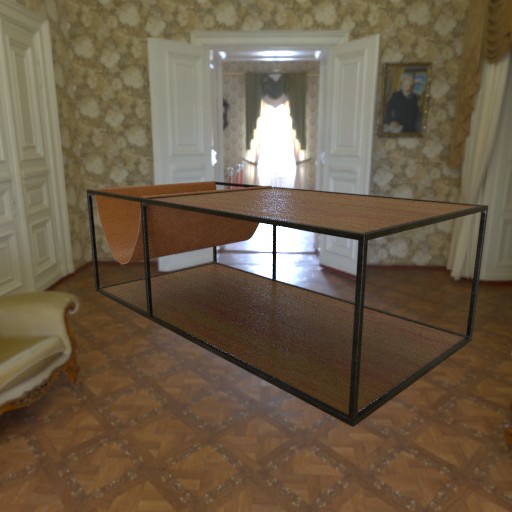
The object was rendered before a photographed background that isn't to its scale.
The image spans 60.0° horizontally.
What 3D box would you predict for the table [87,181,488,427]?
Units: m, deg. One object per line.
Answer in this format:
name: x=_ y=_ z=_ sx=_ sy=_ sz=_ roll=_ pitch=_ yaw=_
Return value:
table: x=0.000 y=0.000 z=1.469 sx=0.597 sy=0.403 sz=1.199 roll=-13 pitch=19 yaw=-42
